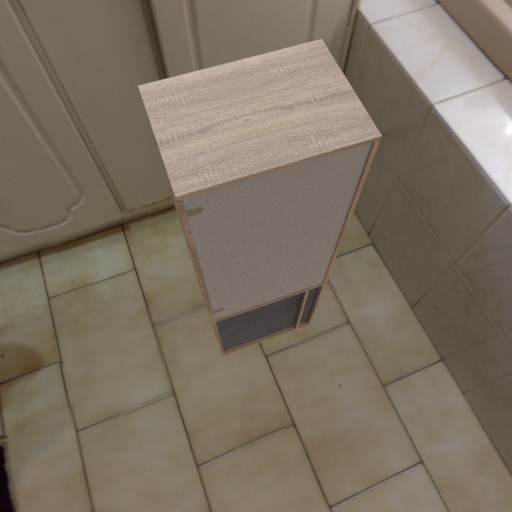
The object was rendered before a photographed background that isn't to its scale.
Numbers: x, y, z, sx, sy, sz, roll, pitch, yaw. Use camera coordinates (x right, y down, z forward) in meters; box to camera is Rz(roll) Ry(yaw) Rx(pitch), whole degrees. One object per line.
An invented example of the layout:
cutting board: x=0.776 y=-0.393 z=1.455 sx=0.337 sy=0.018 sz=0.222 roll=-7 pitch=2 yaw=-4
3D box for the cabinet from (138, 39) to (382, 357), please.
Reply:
cabinet: x=0.000 y=0.000 z=2.054 sx=0.570 sy=1.850 sz=0.400 roll=-18 pitch=66 yaw=-9
